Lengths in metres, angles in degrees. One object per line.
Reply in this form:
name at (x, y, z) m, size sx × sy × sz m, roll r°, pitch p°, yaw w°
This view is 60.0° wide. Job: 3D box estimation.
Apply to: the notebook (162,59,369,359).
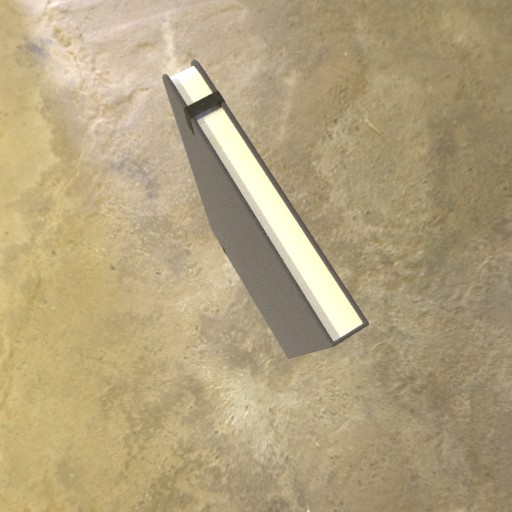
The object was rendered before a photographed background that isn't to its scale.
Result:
notebook at (0.000, 0.000, 0.266) m, size 0.016 × 0.213 × 0.127 m, roll -30°, pitch 78°, yaw -7°
